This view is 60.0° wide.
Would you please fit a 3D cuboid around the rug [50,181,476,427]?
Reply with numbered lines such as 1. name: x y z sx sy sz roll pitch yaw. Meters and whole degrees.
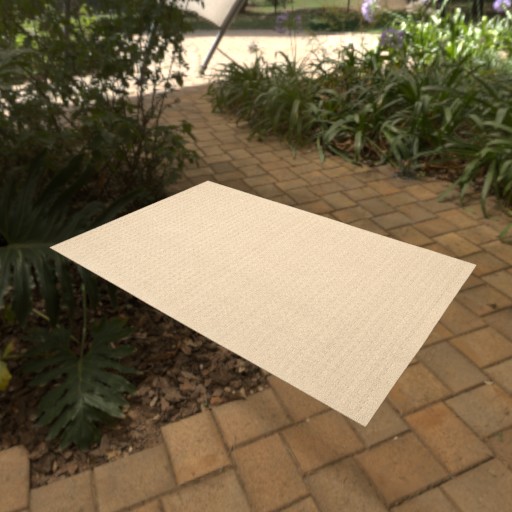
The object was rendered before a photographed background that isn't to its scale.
1. rug: 0.000 0.000 2.844 2.289 0.006 1.523 22 37 32
